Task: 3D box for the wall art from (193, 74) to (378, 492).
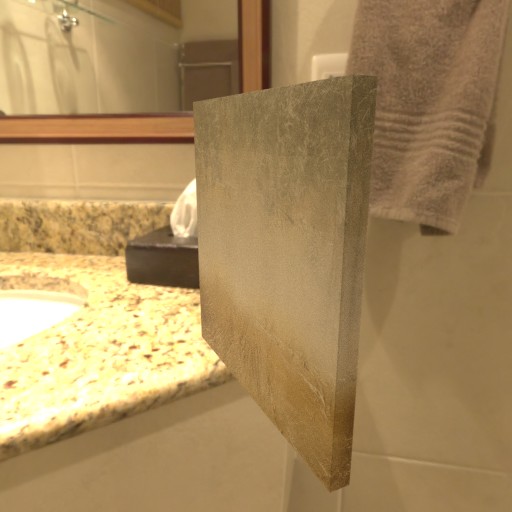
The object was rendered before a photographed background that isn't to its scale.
[{"bbox_3d":[0.000,0.000,0.882,0.038,0.610,0.610,-8,17,-25],"label":"wall art"}]
